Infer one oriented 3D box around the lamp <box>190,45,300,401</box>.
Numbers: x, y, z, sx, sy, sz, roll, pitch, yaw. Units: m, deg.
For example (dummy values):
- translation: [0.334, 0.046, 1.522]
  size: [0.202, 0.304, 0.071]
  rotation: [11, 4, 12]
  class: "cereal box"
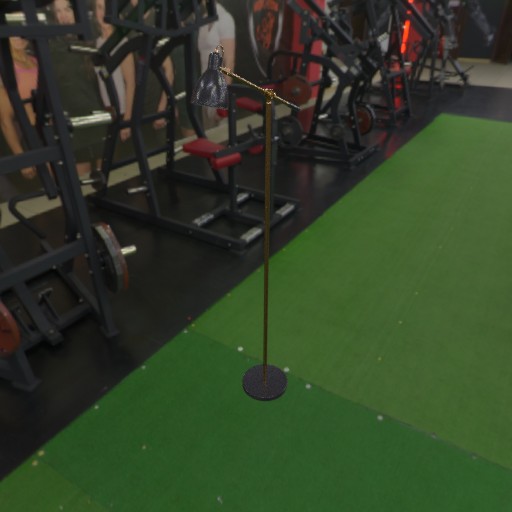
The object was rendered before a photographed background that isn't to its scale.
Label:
- translation: [0.000, 0.000, 1.857]
  size: [0.235, 1.628, 0.618]
  rotation: [19, 35, 29]
  class: "lamp"
